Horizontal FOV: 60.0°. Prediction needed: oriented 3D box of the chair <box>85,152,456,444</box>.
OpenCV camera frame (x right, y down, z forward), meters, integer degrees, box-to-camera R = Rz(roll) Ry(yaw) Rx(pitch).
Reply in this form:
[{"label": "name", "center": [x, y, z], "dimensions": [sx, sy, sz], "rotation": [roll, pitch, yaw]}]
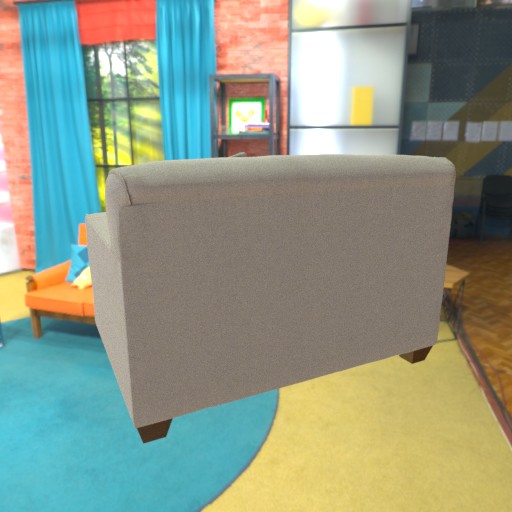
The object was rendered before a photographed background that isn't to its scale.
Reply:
[{"label": "chair", "center": [0.000, 0.000, 2.039], "dimensions": [1.383, 0.948, 1.000], "rotation": [-7, 17, -26]}]
